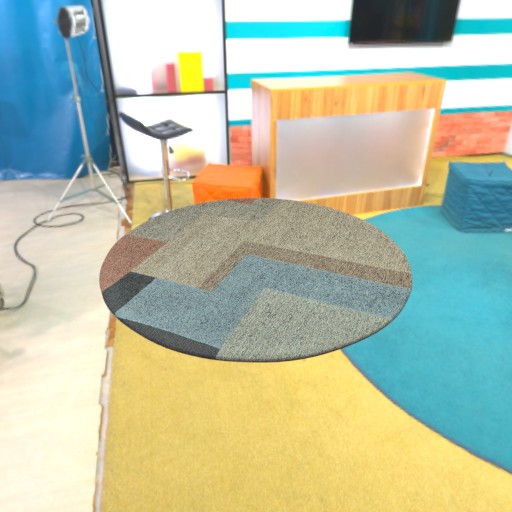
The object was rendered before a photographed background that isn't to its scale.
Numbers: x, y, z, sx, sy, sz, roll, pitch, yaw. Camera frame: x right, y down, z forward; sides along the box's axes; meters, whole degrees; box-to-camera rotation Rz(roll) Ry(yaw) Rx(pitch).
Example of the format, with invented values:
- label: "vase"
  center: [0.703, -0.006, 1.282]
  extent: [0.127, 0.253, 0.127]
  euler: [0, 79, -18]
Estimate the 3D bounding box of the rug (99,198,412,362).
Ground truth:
- label: "rug"
  center: [0.000, 0.000, 3.641]
  extent: [2.461, 0.033, 2.461]
  euler: [0, 30, 0]
